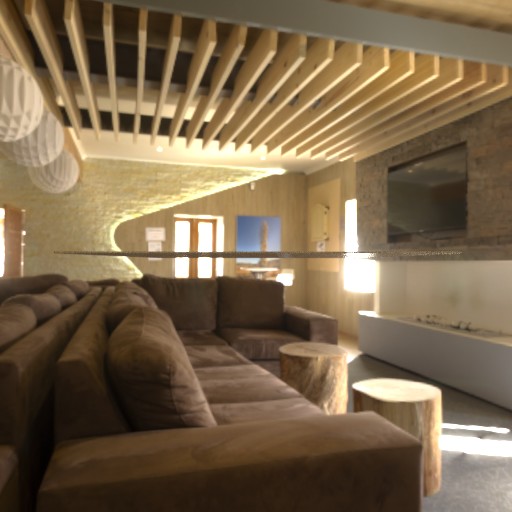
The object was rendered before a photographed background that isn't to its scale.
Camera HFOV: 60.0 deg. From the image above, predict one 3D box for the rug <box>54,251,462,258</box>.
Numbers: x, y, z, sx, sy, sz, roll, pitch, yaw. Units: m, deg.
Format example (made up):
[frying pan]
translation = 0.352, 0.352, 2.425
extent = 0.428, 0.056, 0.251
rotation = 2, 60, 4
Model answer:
[rug]
translation = 0.000, 0.000, 4.153
extent = 2.451, 0.011, 3.072
rotation = 0, -1, -1
